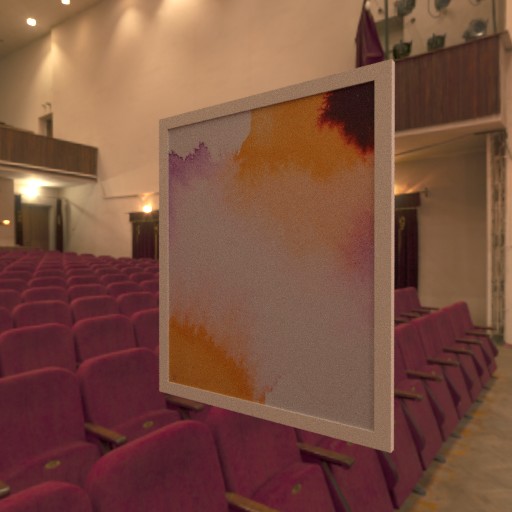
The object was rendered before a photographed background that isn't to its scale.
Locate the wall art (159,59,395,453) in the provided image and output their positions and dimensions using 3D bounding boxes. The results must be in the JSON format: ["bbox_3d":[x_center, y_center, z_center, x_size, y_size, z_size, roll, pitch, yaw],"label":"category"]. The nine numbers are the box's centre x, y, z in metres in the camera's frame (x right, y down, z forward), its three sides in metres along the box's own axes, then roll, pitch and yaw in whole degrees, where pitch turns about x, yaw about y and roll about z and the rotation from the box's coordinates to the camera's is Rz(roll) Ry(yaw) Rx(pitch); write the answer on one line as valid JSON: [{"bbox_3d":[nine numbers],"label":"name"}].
[{"bbox_3d":[0.000,0.000,0.772,0.482,0.557,0.012,0,0,36],"label":"wall art"}]
